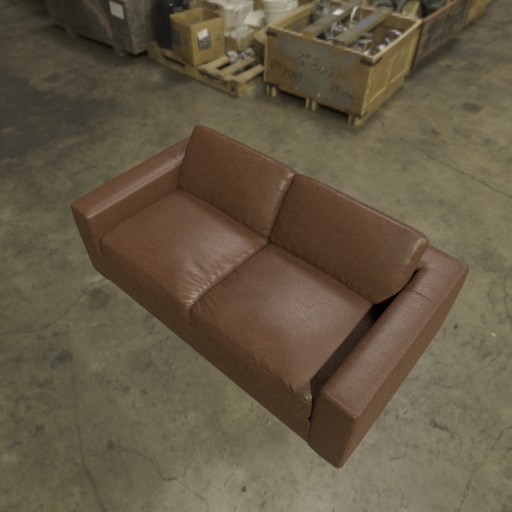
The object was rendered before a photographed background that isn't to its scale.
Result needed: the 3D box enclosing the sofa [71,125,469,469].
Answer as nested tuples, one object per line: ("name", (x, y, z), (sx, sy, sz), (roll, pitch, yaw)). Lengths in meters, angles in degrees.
("sofa", (0.000, 0.000, 2.458), (1.920, 0.800, 1.070), (32, 55, 27))
